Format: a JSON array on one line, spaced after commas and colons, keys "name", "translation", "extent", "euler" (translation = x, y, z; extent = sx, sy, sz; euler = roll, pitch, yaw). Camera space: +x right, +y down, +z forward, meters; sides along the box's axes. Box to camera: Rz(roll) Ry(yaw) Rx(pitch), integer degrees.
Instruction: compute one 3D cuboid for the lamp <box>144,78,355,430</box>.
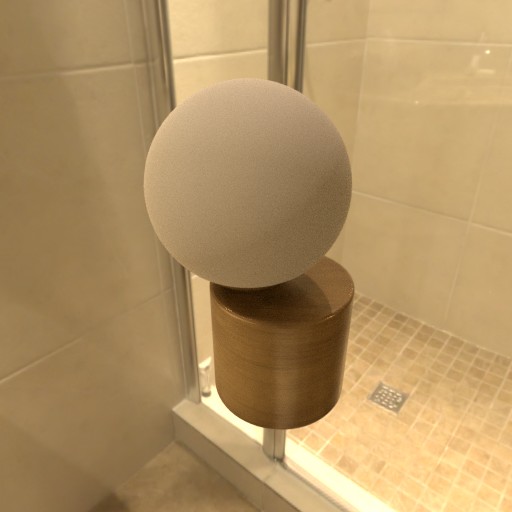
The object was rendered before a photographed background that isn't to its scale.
[{"name": "lamp", "translation": [0.000, 0.000, 0.335], "extent": [0.152, 0.250, 0.141], "euler": [2, 29, 3]}]
